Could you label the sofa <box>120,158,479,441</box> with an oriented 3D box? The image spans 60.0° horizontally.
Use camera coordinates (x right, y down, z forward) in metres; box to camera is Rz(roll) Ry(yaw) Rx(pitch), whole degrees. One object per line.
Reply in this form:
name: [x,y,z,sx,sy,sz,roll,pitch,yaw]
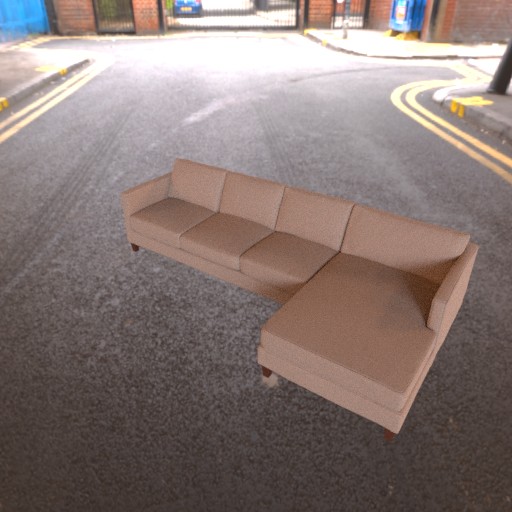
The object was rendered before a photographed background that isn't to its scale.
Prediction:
sofa: [0.000,0.000,3.834,3.186,0.861,1.625,20,36,30]
